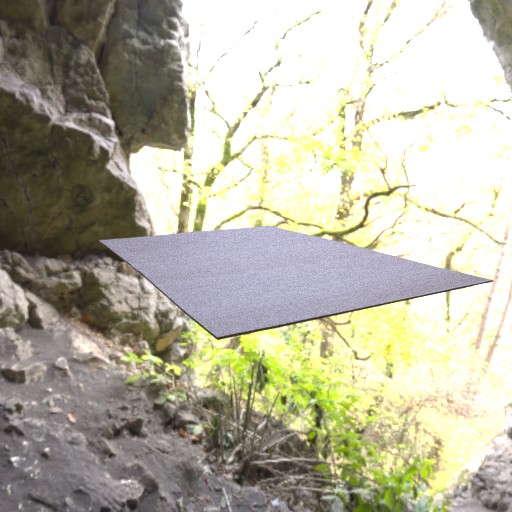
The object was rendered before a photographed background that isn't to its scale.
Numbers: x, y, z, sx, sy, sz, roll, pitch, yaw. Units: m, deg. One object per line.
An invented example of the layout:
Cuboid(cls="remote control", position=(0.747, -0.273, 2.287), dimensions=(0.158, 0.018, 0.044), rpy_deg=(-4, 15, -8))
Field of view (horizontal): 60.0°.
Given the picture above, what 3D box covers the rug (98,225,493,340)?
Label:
Cuboid(cls="rug", position=(0.000, 0.000, 2.918), dimensions=(1.596, 0.030, 2.283), rpy_deg=(-7, 14, -28))
